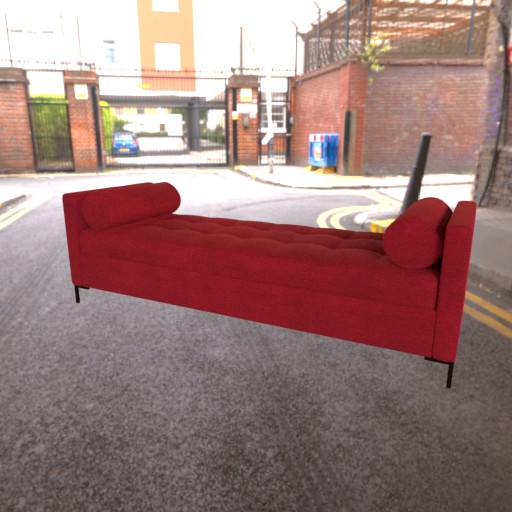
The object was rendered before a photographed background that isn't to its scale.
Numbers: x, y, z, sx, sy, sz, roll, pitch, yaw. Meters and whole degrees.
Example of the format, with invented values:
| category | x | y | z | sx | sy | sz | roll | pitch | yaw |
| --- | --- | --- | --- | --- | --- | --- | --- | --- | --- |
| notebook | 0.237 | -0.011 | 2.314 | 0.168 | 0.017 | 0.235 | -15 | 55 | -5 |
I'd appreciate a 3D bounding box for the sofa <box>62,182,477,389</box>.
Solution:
| category | x | y | z | sx | sy | sz | roll | pitch | yaw |
| --- | --- | --- | --- | --- | --- | --- | --- | --- | --- |
| sofa | 0.000 | 0.000 | 2.291 | 1.981 | 0.635 | 0.686 | 8 | 17 | 26 |
